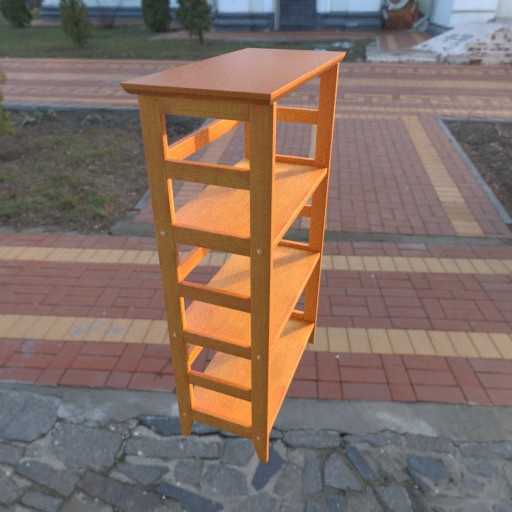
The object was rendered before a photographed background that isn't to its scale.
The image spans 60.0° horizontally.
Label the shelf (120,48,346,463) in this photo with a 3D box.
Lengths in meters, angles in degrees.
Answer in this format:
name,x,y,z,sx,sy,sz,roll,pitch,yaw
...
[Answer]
name,x,y,z,sx,sy,sz,roll,pitch,yaw
shelf,0.000,0.000,1.332,0.305,1.067,0.660,11,32,18
